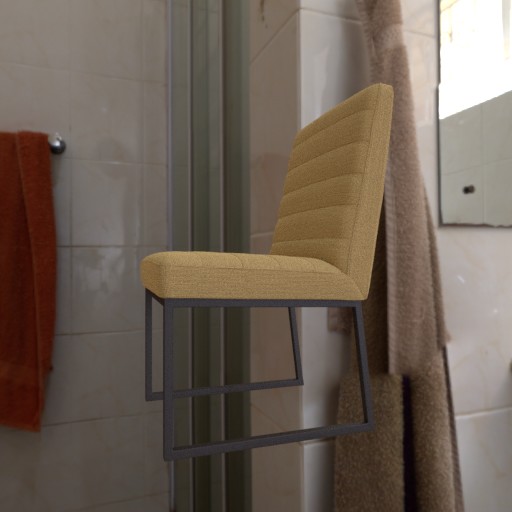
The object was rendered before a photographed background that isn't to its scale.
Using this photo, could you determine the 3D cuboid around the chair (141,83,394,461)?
[{"bbox_3d":[0.000,0.000,1.316,0.634,0.930,0.520,0,0,-19],"label":"chair"}]
